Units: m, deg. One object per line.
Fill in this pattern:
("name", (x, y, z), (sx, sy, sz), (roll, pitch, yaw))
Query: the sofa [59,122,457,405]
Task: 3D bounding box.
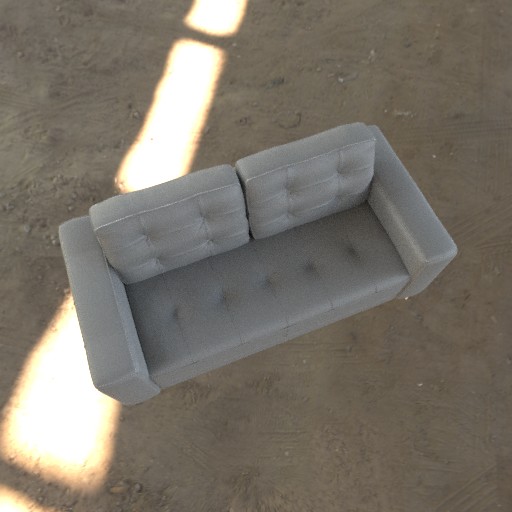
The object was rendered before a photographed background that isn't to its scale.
("sofa", (0.000, 0.000, 2.221), (1.726, 0.892, 0.833), (-19, 66, -9))
